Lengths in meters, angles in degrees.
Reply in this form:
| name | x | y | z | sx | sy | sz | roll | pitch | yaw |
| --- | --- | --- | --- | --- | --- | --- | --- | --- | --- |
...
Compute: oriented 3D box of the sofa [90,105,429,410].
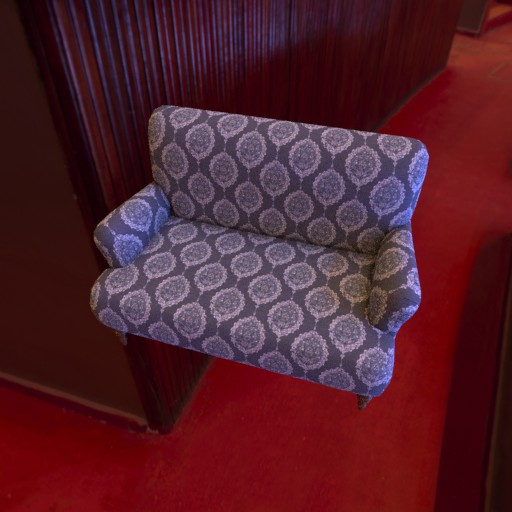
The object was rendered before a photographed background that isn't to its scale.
| name | x | y | z | sx | sy | sz | roll | pitch | yaw |
| --- | --- | --- | --- | --- | --- | --- | --- | --- | --- |
| sofa | 0.000 | 0.000 | 1.855 | 1.297 | 0.867 | 0.779 | 12 | 43 | 13 |
